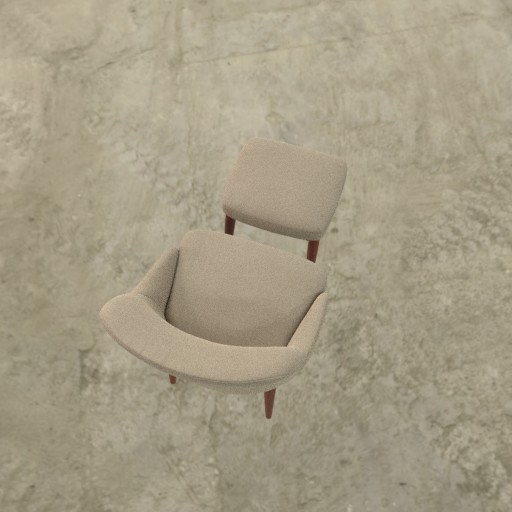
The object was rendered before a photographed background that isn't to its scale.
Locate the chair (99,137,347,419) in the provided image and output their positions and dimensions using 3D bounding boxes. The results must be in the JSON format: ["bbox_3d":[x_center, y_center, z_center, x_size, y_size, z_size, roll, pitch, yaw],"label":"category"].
[{"bbox_3d":[0.000,0.000,1.586,0.584,0.866,1.114,17,62,9],"label":"chair"}]
